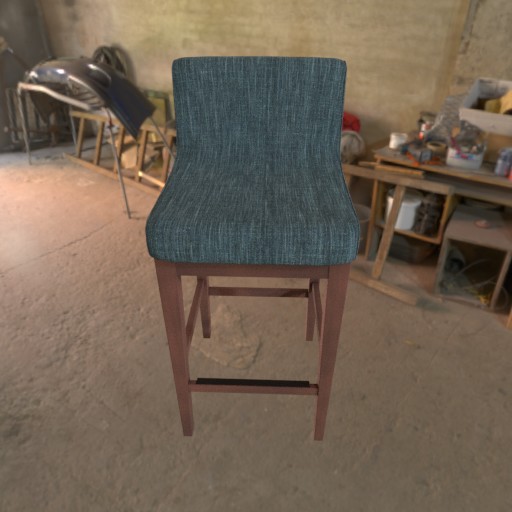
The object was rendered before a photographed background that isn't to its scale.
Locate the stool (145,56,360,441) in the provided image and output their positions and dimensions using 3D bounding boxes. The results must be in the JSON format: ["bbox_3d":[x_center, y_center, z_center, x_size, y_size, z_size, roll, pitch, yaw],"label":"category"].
[{"bbox_3d":[0.000,0.000,1.070,0.395,0.835,0.459,1,32,2],"label":"stool"}]
